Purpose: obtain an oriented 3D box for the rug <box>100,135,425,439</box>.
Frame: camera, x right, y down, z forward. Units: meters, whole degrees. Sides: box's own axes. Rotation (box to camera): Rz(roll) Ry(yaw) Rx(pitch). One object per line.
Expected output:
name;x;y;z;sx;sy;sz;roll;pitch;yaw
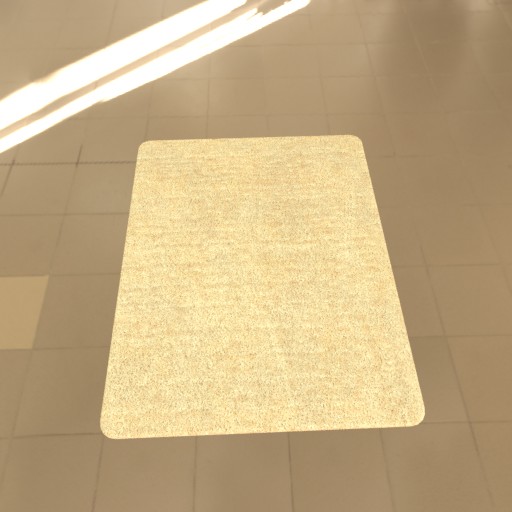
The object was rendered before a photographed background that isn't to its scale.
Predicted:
rug;0.000;0.000;3.363;2.009;0.048;2.528;-2;58;-1
